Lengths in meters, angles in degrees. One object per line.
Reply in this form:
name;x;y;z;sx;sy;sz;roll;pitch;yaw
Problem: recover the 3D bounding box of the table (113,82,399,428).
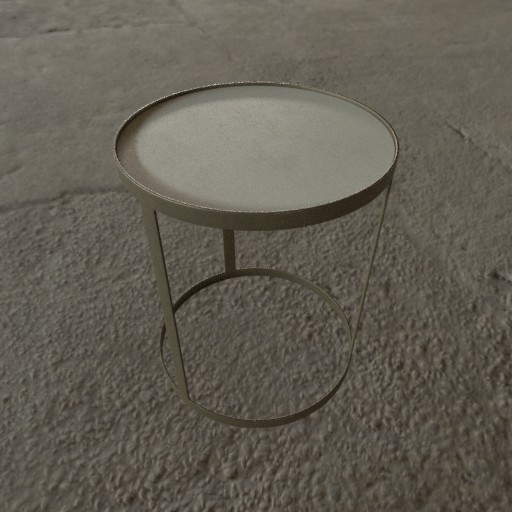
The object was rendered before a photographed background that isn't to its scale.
table;0.000;0.000;0.948;0.480;0.565;0.480;0;41;0
